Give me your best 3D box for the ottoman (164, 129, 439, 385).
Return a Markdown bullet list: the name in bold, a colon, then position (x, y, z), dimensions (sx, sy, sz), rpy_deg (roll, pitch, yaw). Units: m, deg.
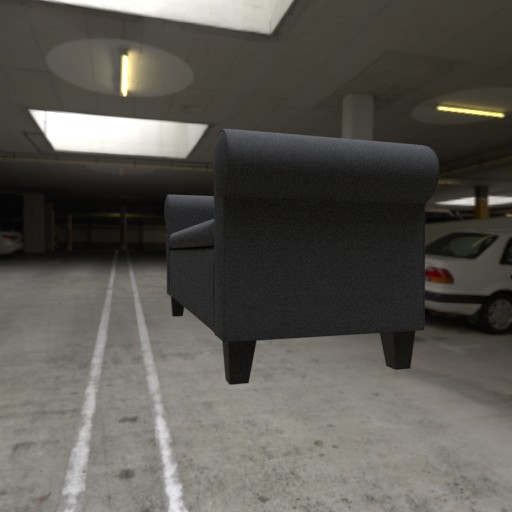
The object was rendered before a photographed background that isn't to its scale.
- **ottoman**: position (0.000, 0.000, 1.549), dimensions (0.521, 0.547, 1.256), rpy_deg (0, 0, -17)
